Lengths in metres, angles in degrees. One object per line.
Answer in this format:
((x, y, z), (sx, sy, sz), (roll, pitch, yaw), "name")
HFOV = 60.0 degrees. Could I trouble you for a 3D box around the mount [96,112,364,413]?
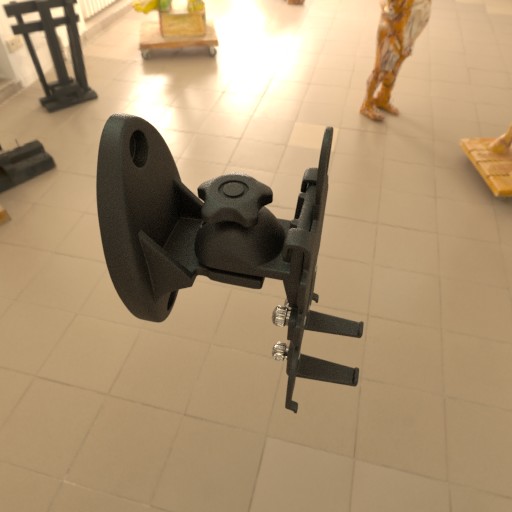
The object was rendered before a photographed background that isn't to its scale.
((0.000, 0.000, 0.177), (0.100, 0.118, 0.066), (10, 47, 10), "mount")
